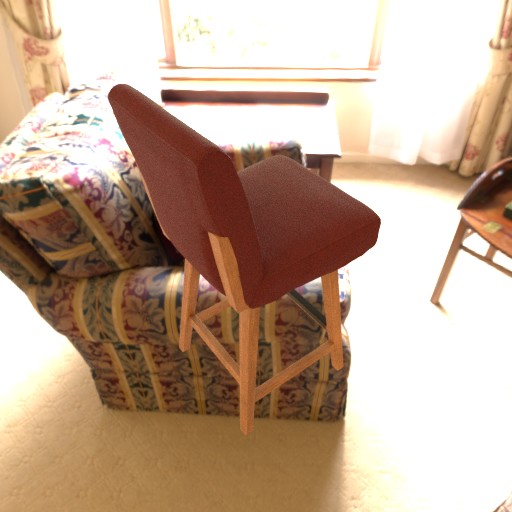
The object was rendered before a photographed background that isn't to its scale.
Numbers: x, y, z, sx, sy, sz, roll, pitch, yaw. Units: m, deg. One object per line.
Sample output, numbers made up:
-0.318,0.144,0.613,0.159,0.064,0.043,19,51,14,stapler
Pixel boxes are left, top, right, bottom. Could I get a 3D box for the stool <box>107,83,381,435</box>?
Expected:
0.000,0.000,1.335,0.562,1.038,0.468,-26,48,-27,stool
